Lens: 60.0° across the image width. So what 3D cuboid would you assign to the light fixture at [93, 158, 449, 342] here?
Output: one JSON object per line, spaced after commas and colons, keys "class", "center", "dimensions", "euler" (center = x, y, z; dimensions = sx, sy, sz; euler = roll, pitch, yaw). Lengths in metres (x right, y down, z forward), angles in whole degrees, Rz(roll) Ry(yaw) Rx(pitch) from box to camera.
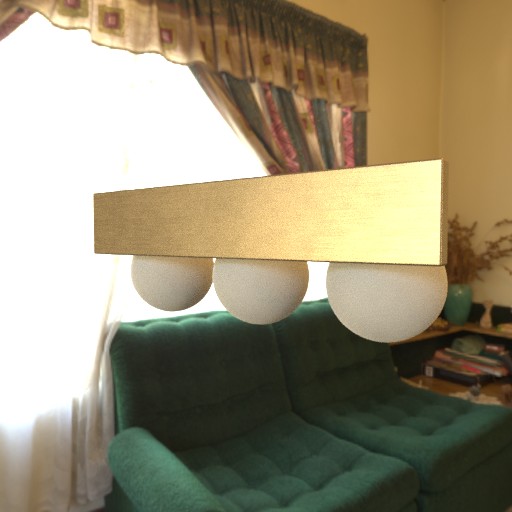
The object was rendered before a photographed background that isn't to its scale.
{"class": "light fixture", "center": [0.000, 0.000, 0.842], "dimensions": [0.721, 0.263, 0.218], "euler": [2, 3, 36]}
